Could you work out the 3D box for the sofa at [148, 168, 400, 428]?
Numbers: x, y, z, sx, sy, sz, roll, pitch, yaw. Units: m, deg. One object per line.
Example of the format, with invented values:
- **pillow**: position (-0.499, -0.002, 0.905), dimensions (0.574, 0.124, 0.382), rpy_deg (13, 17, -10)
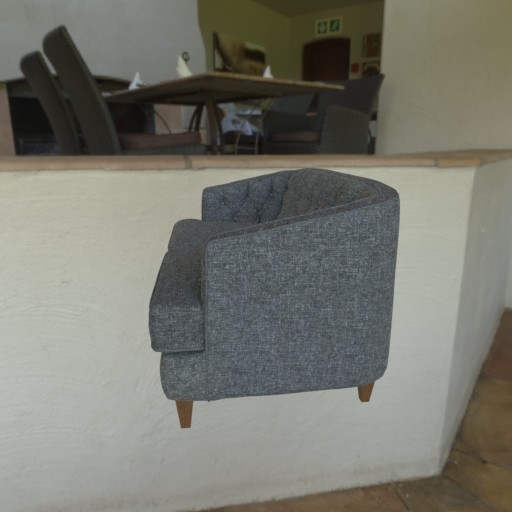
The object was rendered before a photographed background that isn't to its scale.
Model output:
- **sofa**: position (0.000, 0.000, 2.316), dimensions (0.941, 0.855, 1.733), rpy_deg (-2, 14, -7)
